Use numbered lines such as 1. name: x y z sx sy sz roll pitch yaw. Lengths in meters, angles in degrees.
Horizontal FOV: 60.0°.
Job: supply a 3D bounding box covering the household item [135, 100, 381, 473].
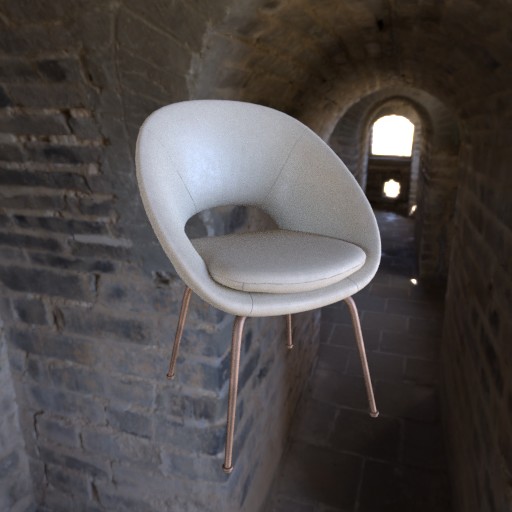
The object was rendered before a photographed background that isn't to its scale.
1. household item: 0.000 0.000 1.244 0.623 0.852 0.573 -8 18 -26
